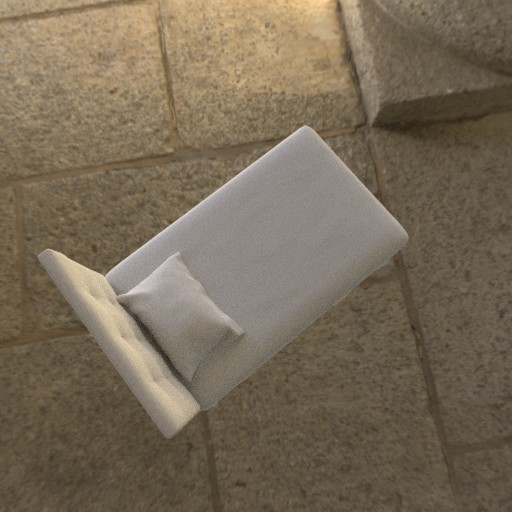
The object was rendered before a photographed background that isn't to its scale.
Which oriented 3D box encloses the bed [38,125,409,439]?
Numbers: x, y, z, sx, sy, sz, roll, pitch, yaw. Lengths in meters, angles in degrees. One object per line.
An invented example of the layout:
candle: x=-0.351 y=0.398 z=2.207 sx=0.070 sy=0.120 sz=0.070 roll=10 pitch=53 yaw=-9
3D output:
bed: x=0.000 y=0.000 z=3.050 sx=1.997 sy=1.571 sz=1.261 roll=-38 pitch=80 yaw=-8
